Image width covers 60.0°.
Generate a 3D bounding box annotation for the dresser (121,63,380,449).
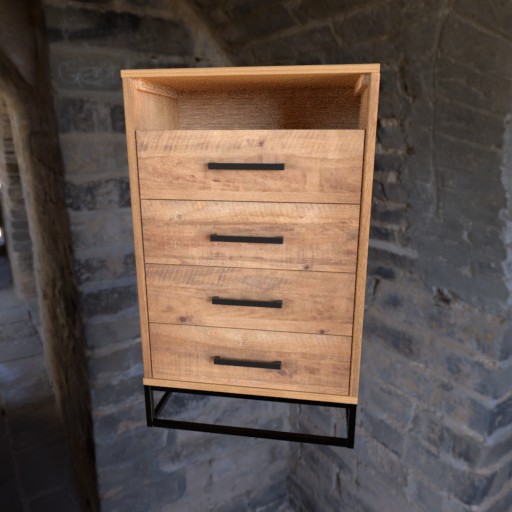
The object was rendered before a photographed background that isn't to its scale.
[{"bbox_3d":[0.000,0.000,1.638,0.761,1.240,0.479,2,15,9],"label":"dresser"}]
